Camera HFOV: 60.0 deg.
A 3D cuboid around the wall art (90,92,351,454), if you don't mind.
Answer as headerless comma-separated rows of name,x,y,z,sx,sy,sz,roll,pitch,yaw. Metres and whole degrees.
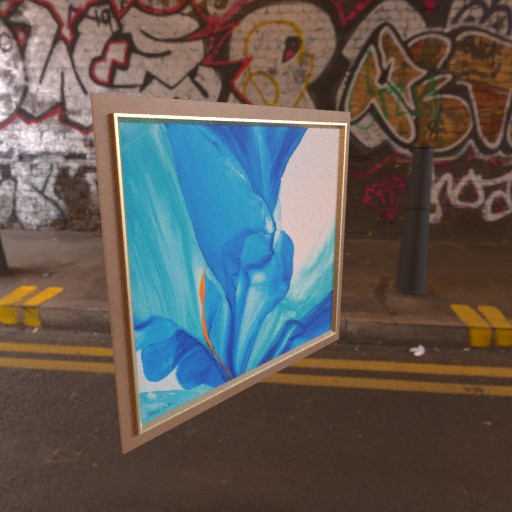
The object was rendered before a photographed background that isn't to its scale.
wall art,0.000,0.000,1.649,0.025,1.067,1.168,14,20,43
